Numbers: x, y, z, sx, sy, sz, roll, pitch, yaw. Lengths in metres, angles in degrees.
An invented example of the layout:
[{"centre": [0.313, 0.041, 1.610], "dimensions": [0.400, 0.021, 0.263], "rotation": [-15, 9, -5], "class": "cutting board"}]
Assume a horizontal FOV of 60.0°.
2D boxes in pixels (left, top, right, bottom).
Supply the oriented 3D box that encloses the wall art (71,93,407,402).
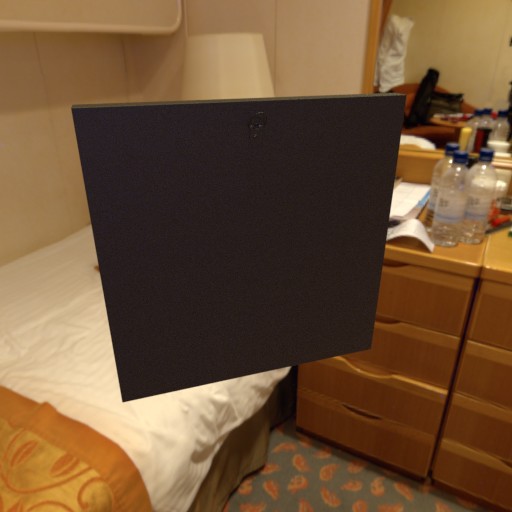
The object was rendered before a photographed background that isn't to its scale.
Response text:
[{"centre": [0.000, 0.000, 0.523], "dimensions": [0.349, 0.349, 0.038], "rotation": [-8, 27, -16], "class": "wall art"}]
